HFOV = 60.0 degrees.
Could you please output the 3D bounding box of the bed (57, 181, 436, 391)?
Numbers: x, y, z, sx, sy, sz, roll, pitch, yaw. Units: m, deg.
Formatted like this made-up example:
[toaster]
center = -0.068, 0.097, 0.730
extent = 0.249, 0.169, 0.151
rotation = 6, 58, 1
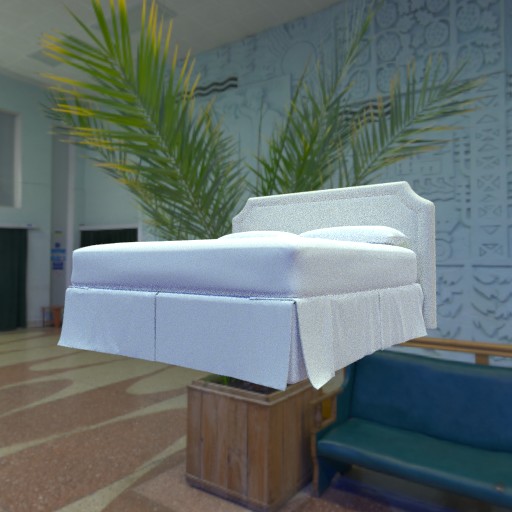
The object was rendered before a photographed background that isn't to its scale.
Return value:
[bed]
center = 0.000, 0.000, 3.486
extent = 2.160, 1.301, 2.204
rotation = -1, -1, 37
